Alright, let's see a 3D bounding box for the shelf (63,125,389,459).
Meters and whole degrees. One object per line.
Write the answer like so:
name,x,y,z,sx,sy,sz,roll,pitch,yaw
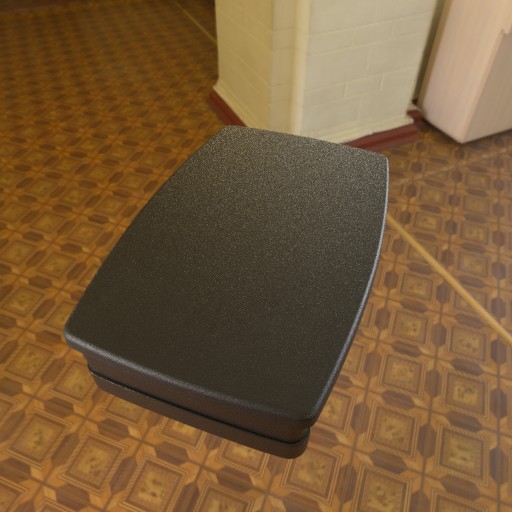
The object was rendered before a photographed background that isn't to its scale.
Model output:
shelf,0.000,0.000,0.536,0.280,0.100,0.410,15,48,14
